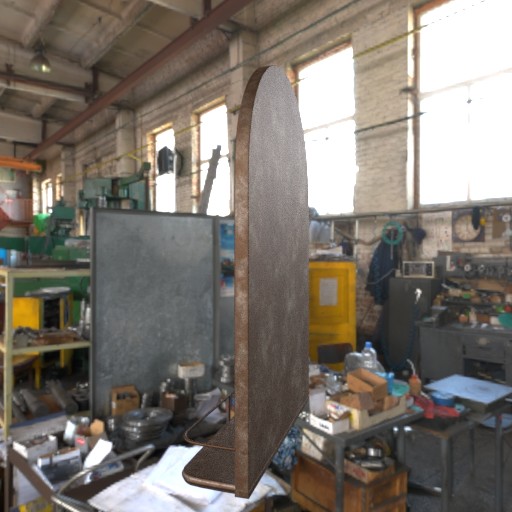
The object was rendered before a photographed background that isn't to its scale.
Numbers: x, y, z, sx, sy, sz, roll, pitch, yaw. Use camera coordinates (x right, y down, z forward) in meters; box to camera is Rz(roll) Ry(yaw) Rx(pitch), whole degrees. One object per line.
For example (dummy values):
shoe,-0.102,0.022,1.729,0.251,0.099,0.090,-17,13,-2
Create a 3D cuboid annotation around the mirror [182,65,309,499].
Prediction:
mirror,0.000,0.000,0.965,0.137,0.770,0.510,0,0,18
